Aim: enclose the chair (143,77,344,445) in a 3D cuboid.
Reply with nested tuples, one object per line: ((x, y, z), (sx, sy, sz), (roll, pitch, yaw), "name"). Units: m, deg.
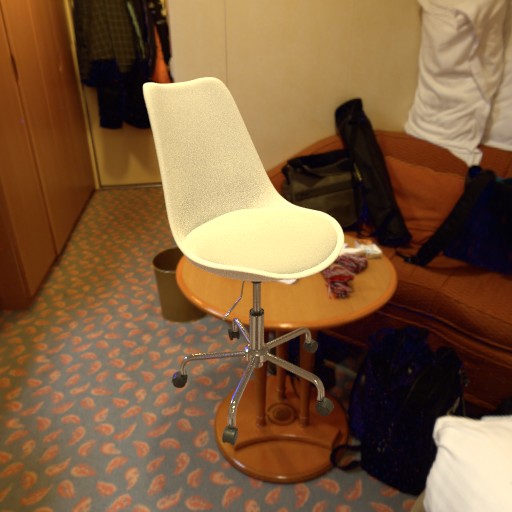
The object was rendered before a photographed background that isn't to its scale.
((0.000, 0.000, 1.283), (0.550, 0.930, 0.550), (16, 30, 30), "chair")
